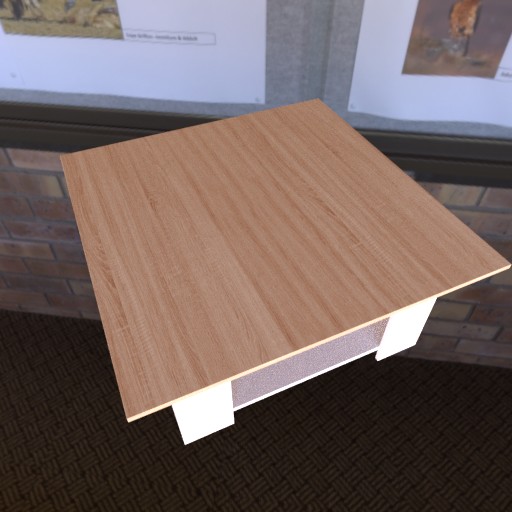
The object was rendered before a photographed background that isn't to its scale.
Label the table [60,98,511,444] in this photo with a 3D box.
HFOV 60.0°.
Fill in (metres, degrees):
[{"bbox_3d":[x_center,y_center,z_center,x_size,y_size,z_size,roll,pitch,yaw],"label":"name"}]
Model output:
[{"bbox_3d":[0.000,0.000,0.993,0.670,0.305,0.670,-18,49,-17],"label":"table"}]
